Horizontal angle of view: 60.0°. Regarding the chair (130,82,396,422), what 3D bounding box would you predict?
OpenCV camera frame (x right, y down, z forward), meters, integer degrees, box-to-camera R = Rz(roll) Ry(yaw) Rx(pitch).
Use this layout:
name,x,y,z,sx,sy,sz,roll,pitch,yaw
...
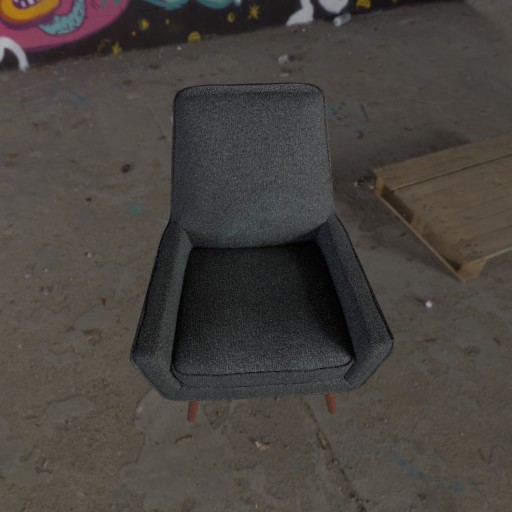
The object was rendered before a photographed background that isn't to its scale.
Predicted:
name,x,y,z,sx,sy,sz,roll,pitch,yaw
chair,0.000,0.000,1.553,0.763,0.883,0.859,-2,46,-2
